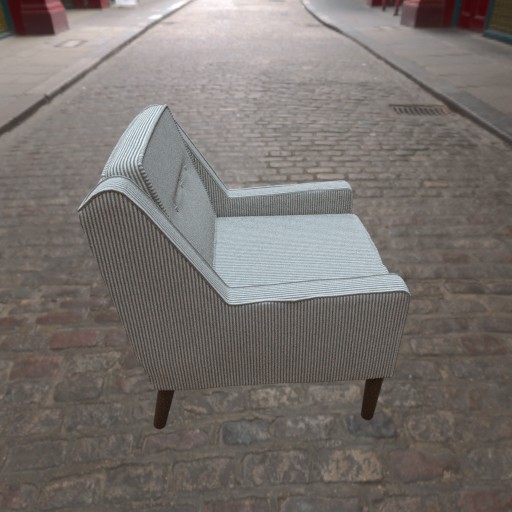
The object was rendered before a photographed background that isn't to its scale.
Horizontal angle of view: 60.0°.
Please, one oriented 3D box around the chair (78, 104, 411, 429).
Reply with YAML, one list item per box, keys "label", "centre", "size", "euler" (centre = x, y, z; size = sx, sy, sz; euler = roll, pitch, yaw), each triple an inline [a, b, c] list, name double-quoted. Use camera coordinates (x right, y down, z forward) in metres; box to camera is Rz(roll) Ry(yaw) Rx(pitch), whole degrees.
- label: "chair"
  centre: [0.000, 0.000, 1.329]
  size: [0.743, 0.792, 0.663]
  euler: [-2, 33, -3]
